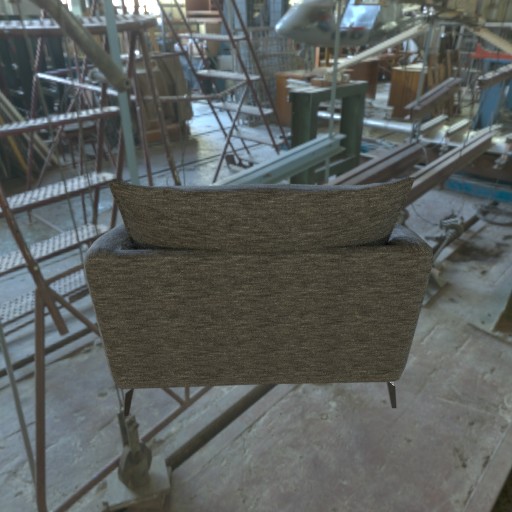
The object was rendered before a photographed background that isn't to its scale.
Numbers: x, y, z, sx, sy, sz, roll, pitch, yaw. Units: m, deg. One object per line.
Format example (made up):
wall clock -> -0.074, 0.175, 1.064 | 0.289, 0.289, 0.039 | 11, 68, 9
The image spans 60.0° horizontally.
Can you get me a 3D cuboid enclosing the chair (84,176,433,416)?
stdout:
chair -> 0.000, 0.000, 1.622 | 1.004, 0.842, 0.805 | -1, 29, -2
